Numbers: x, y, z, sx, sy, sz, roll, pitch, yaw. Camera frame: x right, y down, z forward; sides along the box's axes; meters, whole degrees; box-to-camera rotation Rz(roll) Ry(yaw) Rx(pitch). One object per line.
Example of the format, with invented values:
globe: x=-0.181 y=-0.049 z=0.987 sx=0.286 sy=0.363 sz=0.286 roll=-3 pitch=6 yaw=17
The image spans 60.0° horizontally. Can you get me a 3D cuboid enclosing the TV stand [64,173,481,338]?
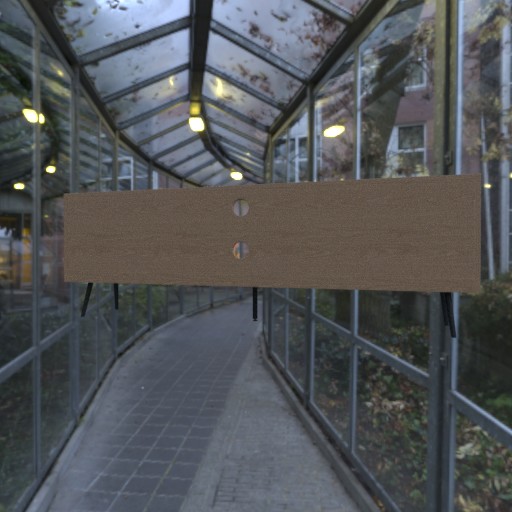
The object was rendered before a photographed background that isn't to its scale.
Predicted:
TV stand: x=0.000 y=0.000 z=1.992 sx=1.760 sy=0.580 sz=0.400 roll=0 pitch=1 yaw=18
